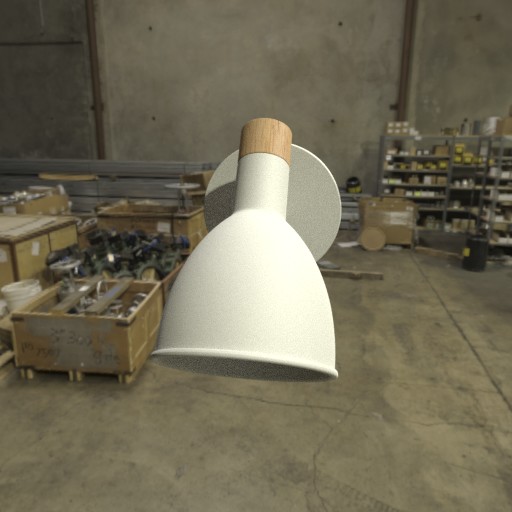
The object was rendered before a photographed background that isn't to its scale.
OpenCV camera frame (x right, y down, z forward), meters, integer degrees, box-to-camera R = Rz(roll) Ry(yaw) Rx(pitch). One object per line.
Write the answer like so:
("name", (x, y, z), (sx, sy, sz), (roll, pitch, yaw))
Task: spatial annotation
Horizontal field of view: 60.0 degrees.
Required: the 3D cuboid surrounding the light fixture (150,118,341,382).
("light fixture", (0.000, 0.000, 0.330), (0.127, 0.199, 0.209), (2, 15, 9))
